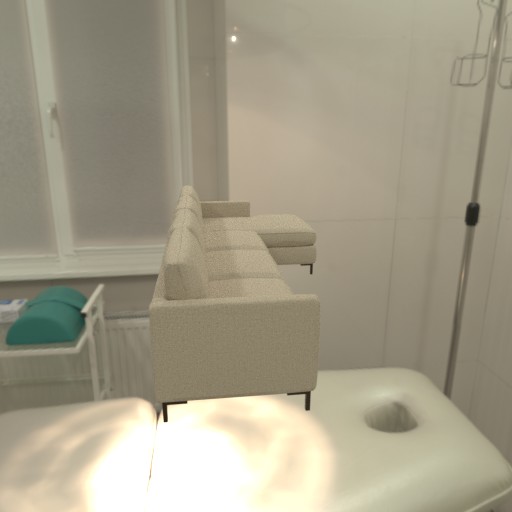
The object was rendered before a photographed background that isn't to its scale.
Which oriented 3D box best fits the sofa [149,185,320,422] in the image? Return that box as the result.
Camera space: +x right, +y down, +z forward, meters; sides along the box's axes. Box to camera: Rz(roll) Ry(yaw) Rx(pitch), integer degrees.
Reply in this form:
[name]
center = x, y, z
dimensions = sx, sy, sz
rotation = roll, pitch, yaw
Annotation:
[sofa]
center = 0.000, 0.000, 3.227
dimensions = 1.258, 0.755, 2.731
rotation = -2, 16, -7
